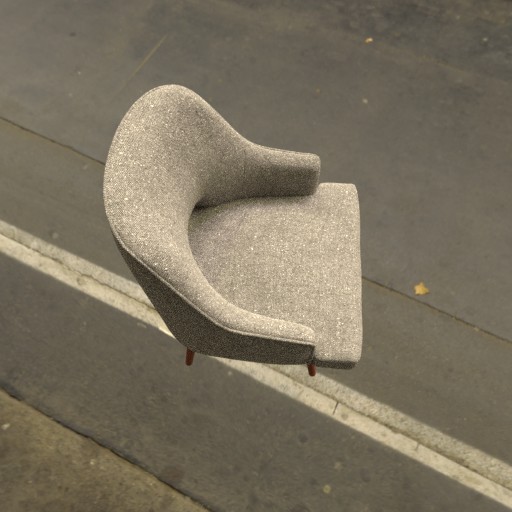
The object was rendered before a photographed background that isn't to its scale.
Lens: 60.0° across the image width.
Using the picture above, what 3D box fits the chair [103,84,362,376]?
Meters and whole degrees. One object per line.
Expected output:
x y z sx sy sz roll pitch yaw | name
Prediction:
0.000 0.000 1.299 0.629 0.875 0.608 4 63 2 | chair
